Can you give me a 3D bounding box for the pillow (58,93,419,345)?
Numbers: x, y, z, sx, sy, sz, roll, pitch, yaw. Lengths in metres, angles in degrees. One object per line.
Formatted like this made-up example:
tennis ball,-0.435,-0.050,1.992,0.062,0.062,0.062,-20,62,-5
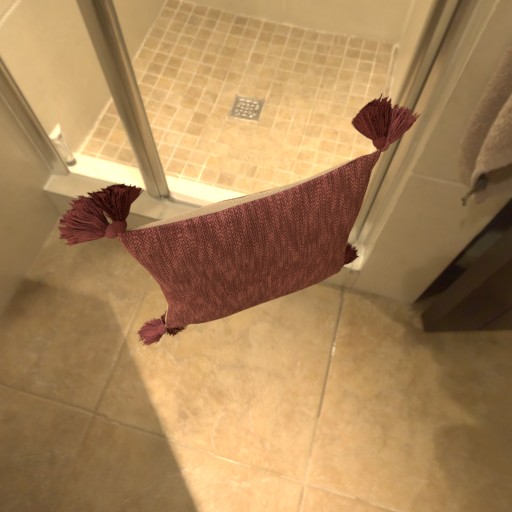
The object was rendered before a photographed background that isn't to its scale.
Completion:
pillow,0.000,0.000,0.947,0.641,0.659,0.138,-19,65,-9
